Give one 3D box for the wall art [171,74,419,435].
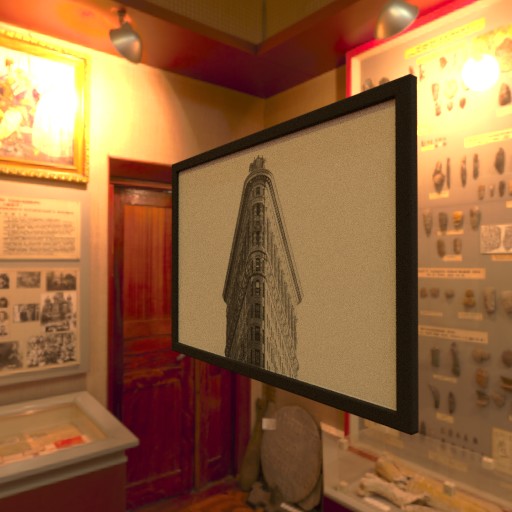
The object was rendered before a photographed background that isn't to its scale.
[{"bbox_3d":[0.000,0.000,1.192,0.026,0.656,0.958,0,-1,-37],"label":"wall art"}]
